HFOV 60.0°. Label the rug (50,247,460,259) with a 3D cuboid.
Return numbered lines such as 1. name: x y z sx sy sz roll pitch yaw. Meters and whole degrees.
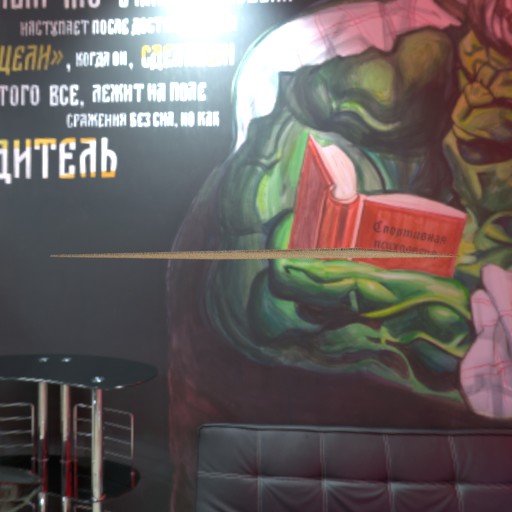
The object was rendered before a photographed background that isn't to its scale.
1. rug: 0.000 0.000 4.339 3.198 0.016 2.425 -1 -1 36
